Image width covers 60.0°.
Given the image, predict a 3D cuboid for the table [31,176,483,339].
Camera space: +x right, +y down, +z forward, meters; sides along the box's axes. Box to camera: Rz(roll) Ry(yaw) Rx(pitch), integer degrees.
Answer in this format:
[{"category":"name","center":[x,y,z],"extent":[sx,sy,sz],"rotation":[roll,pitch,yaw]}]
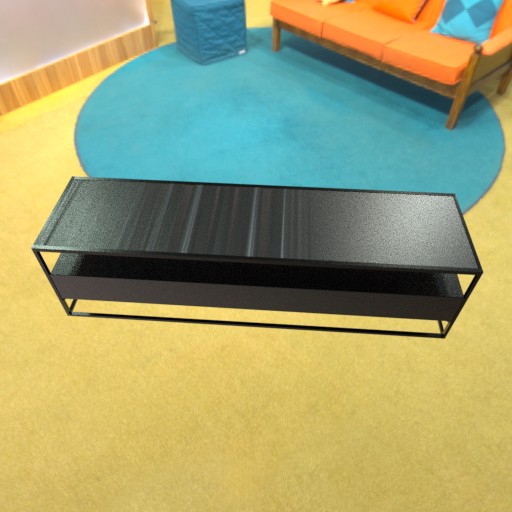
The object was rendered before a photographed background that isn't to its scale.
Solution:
[{"category":"table","center":[0.000,0.000,1.731],"extent":[1.486,0.395,0.399],"rotation":[3,48,3]}]
